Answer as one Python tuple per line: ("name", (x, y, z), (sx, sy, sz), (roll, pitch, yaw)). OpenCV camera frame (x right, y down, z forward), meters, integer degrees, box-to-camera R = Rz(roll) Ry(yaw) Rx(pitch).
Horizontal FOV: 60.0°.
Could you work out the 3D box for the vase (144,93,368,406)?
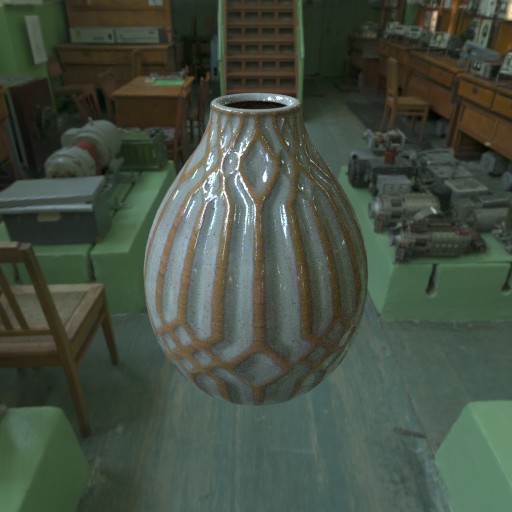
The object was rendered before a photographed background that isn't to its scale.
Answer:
("vase", (0.000, 0.000, 0.260), (0.131, 0.175, 0.131), (0, 30, 0))
